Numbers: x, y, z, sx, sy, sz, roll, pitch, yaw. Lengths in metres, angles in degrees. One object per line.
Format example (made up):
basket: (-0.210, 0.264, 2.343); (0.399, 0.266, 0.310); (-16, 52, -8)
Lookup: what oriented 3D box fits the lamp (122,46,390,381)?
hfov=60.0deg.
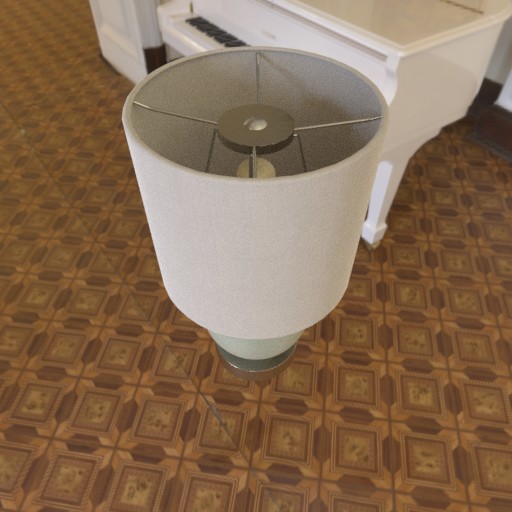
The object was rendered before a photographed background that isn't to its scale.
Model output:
lamp: (0.000, 0.000, 0.468); (0.201, 0.353, 0.201); (-18, 50, -16)
